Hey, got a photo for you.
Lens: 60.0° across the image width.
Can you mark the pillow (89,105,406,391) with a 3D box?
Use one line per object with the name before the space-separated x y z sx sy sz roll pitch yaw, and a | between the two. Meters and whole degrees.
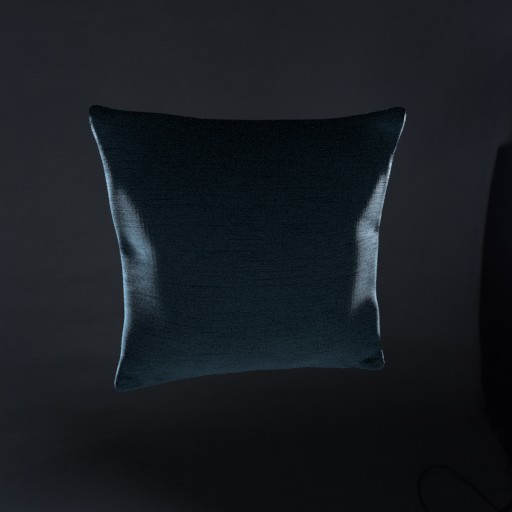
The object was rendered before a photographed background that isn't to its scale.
pillow | 0.000 0.000 0.644 0.433 0.415 0.151 -2 16 -8
